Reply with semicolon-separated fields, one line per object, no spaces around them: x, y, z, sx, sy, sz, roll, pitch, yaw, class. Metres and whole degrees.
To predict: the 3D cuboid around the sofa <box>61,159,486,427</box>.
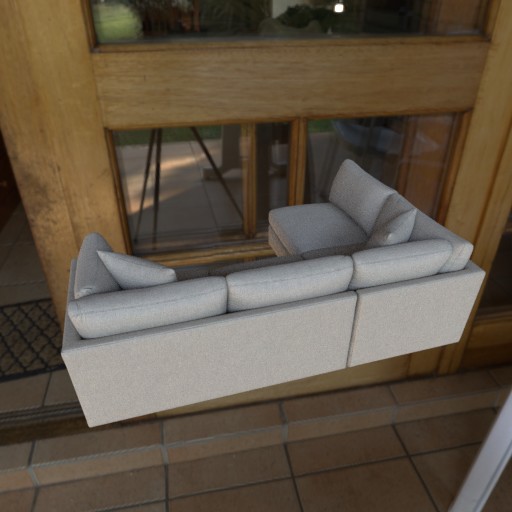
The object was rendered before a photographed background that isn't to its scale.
0.000;0.000;3.762;2.896;0.978;1.994;-9;33;-14;sofa
